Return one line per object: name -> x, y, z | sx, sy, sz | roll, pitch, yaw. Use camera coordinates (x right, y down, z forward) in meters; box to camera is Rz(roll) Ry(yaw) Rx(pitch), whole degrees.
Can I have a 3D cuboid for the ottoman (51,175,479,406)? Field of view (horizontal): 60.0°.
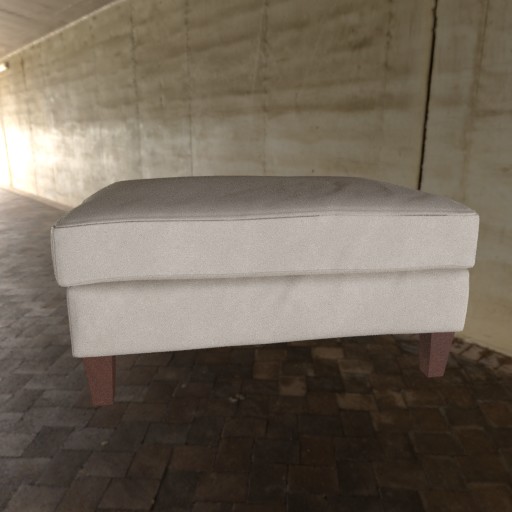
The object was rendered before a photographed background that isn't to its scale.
ottoman -> 0.000, 0.000, 1.414 | 1.002, 0.492, 0.836 | -2, 16, -8
